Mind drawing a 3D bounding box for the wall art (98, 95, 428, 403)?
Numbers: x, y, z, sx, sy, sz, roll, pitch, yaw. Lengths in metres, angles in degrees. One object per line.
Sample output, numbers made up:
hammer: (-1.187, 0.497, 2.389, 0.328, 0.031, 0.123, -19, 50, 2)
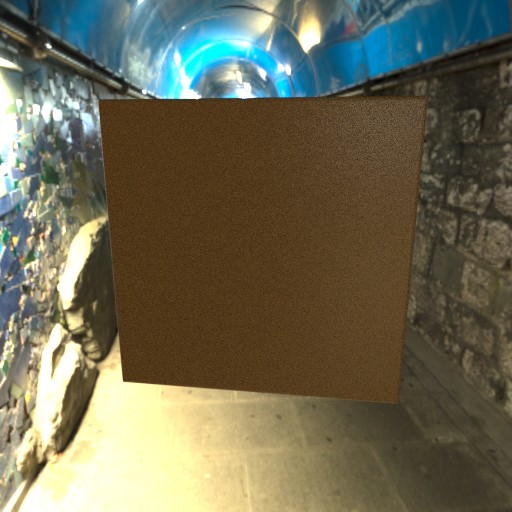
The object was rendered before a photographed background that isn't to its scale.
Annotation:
wall art: (0.000, 0.000, 1.916, 1.287, 1.288, 0.078, 2, 15, 8)
